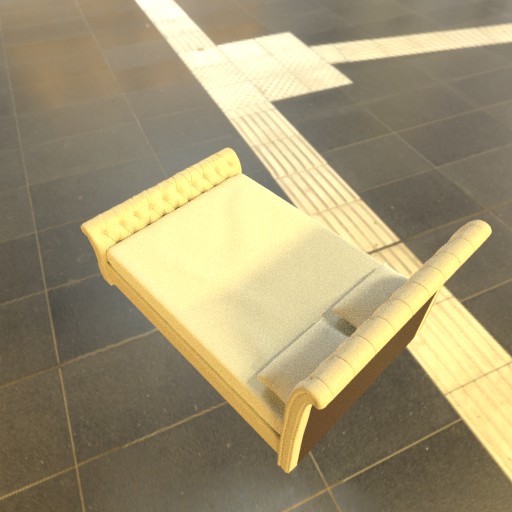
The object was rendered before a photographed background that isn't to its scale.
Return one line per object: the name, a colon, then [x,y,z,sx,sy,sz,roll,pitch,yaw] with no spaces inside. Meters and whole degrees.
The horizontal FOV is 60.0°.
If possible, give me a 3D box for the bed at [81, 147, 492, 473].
bed: [0.000,0.000,3.363,1.606,1.268,2.493,-35,57,-28]
